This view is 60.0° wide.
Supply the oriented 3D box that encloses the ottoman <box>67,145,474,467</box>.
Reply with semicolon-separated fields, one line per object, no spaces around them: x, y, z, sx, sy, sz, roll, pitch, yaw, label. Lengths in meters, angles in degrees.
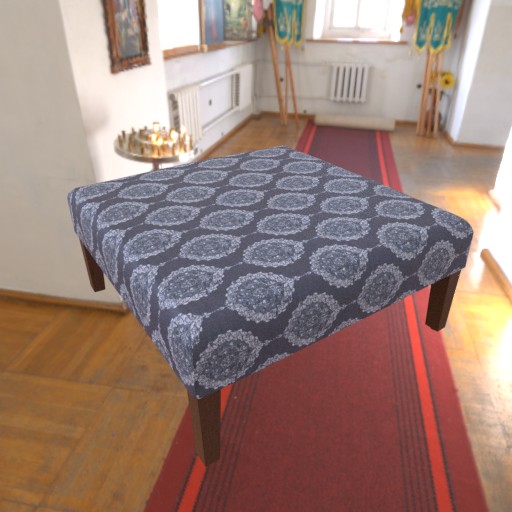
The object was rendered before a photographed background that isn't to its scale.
0.000;0.000;1.411;0.890;0.409;0.889;-19;35;-29;ottoman
